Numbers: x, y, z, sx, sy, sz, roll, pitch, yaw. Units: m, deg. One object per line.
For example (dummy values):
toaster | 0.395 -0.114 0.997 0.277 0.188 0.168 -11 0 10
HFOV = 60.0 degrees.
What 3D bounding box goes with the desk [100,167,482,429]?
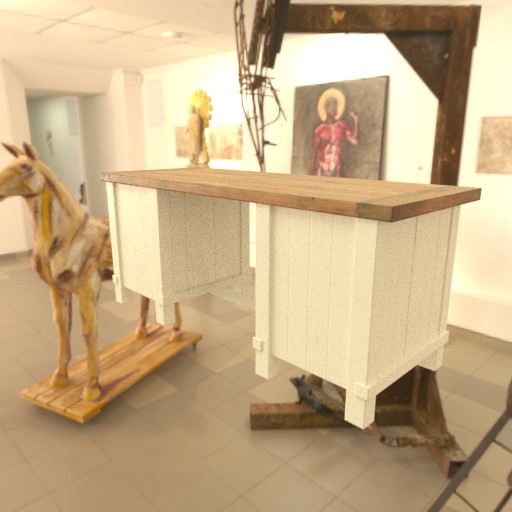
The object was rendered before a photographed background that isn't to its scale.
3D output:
desk | 0.000 0.000 2.209 0.688 0.760 1.803 -14 20 -43
